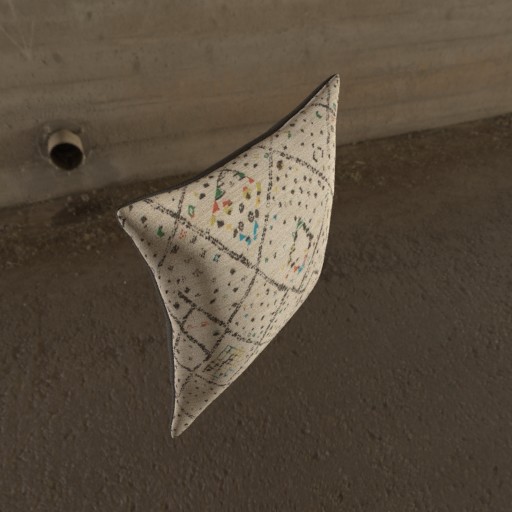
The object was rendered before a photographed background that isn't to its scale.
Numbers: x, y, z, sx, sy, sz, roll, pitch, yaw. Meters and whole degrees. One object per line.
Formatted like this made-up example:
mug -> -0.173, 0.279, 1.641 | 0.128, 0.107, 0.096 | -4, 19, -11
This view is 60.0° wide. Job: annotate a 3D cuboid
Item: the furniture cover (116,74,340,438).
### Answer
furniture cover -> 0.000, 0.000, 0.796 | 0.180, 0.498, 0.525 | 25, 46, 26
